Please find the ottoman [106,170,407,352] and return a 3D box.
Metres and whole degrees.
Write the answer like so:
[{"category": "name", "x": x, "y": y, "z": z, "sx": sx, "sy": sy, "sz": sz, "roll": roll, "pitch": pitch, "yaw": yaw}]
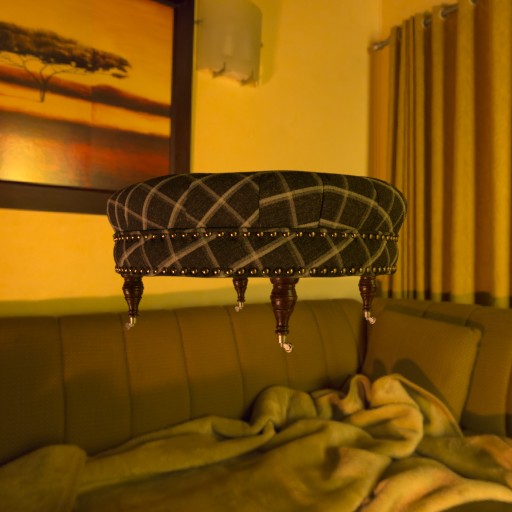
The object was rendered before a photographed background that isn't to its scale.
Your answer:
[{"category": "ottoman", "x": 0.000, "y": 0.000, "z": 1.397, "sx": 0.901, "sy": 0.439, "sz": 0.901, "roll": 0, "pitch": 0, "yaw": 0}]
